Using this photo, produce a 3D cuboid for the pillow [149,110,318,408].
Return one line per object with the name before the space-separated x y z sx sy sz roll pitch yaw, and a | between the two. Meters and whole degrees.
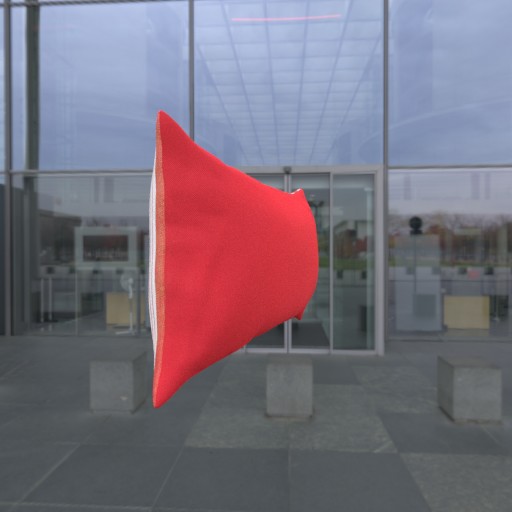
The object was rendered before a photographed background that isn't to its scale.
pillow | 0.000 0.000 0.717 0.151 0.297 0.608 0 1 19
